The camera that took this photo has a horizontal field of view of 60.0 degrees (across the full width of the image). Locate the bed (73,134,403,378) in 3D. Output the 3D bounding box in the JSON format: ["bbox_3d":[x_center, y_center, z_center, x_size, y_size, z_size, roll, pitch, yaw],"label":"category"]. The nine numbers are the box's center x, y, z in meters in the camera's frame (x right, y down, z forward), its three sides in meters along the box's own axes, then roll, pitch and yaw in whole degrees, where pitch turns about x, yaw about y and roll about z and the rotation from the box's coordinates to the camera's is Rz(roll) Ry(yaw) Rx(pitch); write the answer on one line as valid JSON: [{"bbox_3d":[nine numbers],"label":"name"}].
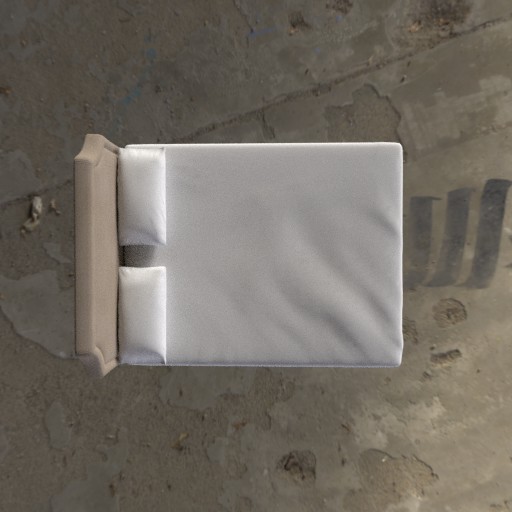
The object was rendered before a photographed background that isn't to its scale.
[{"bbox_3d":[0.000,0.000,3.654,2.498,1.293,1.977,0,91,2],"label":"bed"}]
